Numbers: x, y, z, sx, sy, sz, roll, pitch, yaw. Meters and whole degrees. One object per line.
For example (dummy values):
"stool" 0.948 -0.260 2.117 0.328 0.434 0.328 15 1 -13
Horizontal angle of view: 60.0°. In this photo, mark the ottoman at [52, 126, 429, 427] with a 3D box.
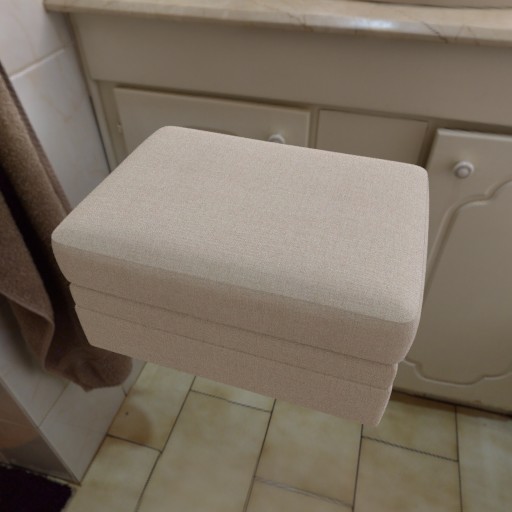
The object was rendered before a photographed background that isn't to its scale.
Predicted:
"ottoman" 0.000 0.000 1.290 0.885 0.478 0.637 12 44 13
